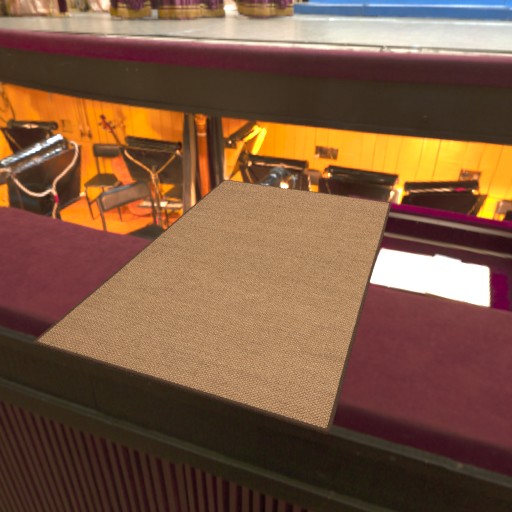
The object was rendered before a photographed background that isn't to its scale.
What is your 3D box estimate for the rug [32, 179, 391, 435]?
[{"bbox_3d":[0.000,0.000,2.070,1.067,0.013,1.676,11,33,17],"label":"rug"}]
